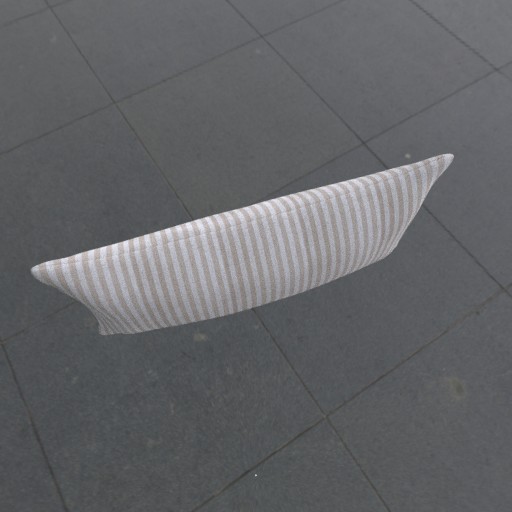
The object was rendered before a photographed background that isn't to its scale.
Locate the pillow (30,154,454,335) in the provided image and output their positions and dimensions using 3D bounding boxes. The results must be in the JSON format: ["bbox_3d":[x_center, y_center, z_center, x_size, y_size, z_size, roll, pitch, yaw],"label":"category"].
[{"bbox_3d":[0.000,0.000,0.744,0.617,0.295,0.151,-16,65,-8],"label":"pillow"}]
